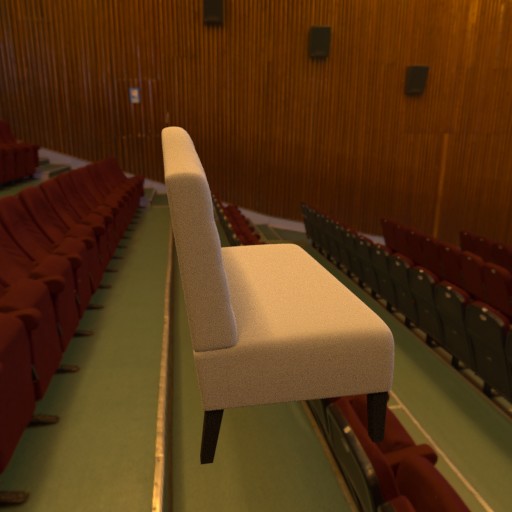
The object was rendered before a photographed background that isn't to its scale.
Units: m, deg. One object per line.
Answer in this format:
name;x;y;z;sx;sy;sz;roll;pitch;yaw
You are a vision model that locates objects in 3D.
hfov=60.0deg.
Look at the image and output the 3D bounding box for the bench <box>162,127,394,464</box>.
bench;0.000;0.000;2.112;0.815;1.180;1.335;-3;16;-10
